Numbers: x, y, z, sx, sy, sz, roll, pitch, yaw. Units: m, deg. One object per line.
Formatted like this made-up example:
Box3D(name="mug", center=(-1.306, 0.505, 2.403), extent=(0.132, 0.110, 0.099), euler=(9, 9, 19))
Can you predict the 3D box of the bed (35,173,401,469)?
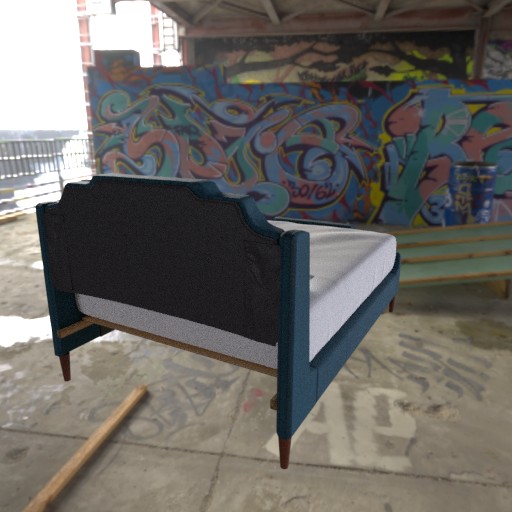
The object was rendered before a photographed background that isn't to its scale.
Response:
Box3D(name="bed", center=(0.000, 0.000, 3.277), extent=(1.676, 1.351, 2.322), euler=(9, 18, 28))
